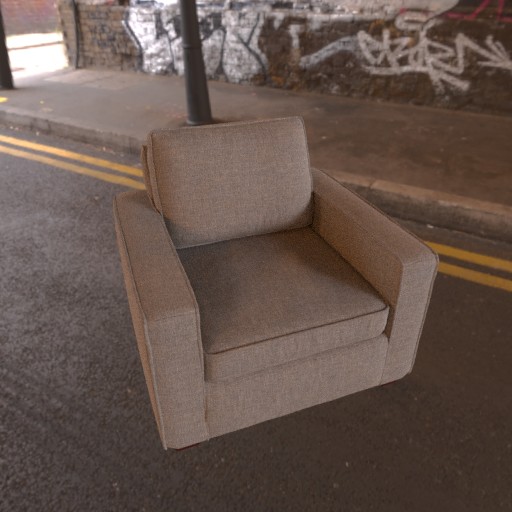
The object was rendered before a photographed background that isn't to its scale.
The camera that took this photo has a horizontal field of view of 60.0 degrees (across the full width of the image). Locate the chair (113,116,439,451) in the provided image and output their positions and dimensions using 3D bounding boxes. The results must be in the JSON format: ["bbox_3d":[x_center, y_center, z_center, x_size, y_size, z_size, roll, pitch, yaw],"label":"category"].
[{"bbox_3d":[0.000,0.000,1.765,1.016,0.914,0.940,-11,33,-17],"label":"chair"}]
